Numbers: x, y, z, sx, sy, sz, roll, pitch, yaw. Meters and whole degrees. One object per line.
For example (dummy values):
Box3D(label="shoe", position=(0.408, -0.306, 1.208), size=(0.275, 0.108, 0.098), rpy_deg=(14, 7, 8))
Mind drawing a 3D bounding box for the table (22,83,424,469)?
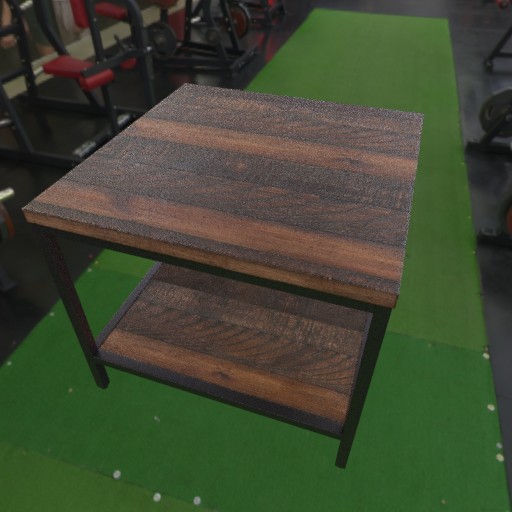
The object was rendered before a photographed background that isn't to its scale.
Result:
Box3D(label="table", position=(0.000, 0.000, 0.945), size=(0.548, 0.482, 0.553), rpy_deg=(13, 42, 14))
